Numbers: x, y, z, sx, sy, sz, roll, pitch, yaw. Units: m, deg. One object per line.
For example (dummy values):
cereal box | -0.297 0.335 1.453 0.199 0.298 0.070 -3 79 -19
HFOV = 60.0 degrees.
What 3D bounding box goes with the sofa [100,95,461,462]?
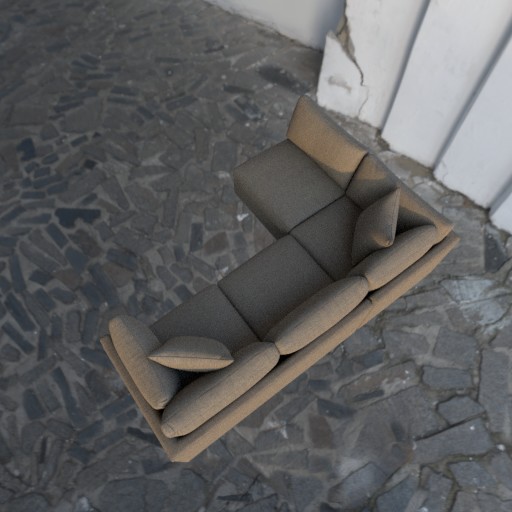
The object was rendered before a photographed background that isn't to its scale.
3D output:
sofa | 0.000 0.000 3.910 2.896 0.978 1.994 -33 67 -16
